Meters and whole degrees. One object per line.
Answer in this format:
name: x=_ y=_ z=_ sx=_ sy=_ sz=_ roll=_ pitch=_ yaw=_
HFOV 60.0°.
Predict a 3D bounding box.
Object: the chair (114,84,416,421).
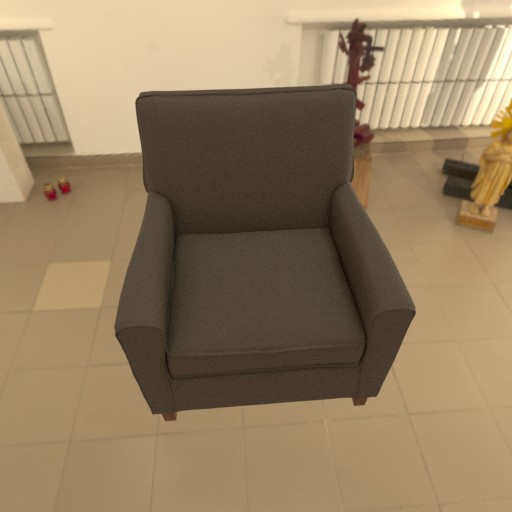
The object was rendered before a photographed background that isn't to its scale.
chair: x=0.000 y=0.000 z=1.604 sx=0.836 sy=0.911 sz=0.831 roll=-3 pitch=44 yaw=-4
